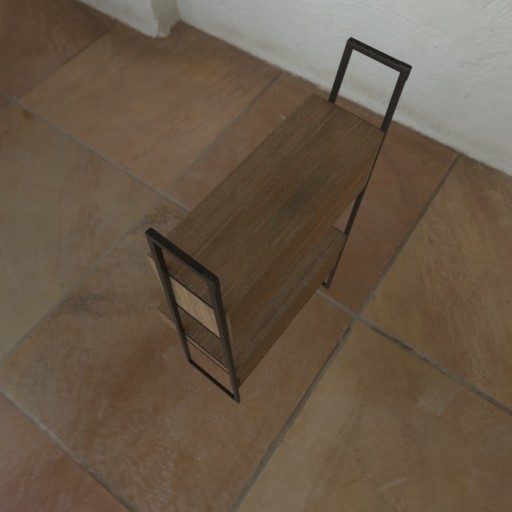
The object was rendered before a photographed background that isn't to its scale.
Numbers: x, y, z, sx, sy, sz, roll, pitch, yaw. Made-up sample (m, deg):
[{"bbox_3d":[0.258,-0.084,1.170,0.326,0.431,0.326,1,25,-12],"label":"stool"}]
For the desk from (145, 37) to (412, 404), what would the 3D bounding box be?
[{"bbox_3d":[0.000,0.000,2.129,0.515,1.809,0.982,35,68,17],"label":"desk"}]
